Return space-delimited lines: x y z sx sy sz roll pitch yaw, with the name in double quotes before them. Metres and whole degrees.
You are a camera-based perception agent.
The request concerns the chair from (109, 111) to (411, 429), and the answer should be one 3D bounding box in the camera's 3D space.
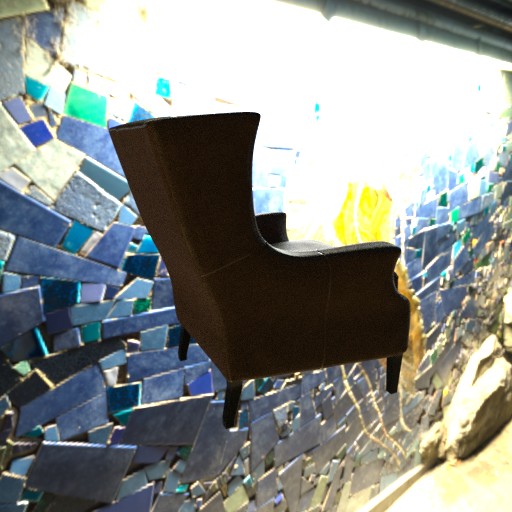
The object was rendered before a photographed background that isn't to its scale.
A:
"chair" 0.000 0.000 1.705 0.925 1.016 0.852 -7 16 -25
